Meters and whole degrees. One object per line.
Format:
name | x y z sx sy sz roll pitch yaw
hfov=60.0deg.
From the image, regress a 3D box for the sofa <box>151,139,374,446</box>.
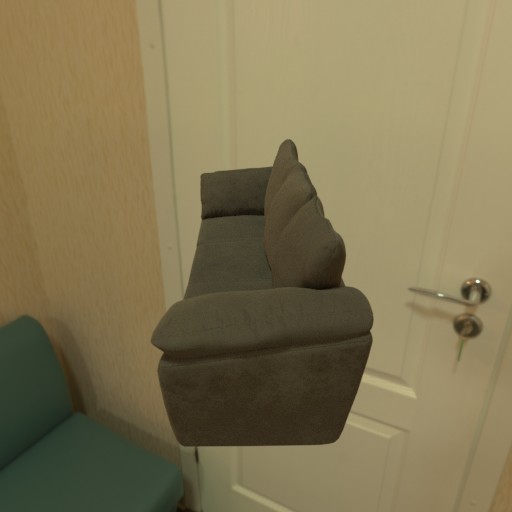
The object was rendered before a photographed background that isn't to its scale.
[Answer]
sofa | 0.000 0.000 2.813 0.878 1.073 2.336 -1 25 -1
